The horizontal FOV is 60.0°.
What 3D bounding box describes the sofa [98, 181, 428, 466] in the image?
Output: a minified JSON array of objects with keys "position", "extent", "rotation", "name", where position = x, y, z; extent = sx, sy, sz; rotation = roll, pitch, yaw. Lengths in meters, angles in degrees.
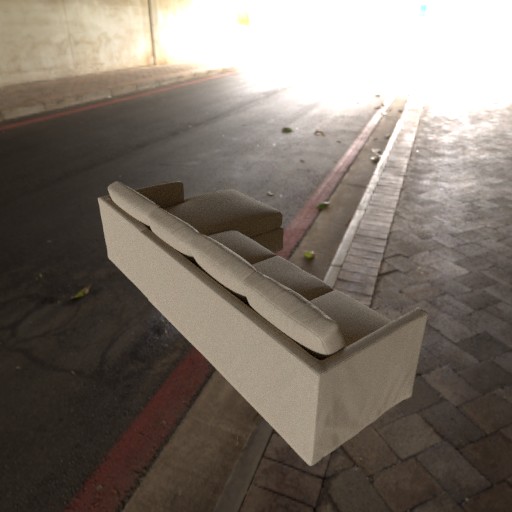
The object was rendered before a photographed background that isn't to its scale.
[{"position":[0.000,0.000,3.858],"extent":[1.622,0.871,3.206],"rotation":[-19,33,-32],"name":"sofa"}]
